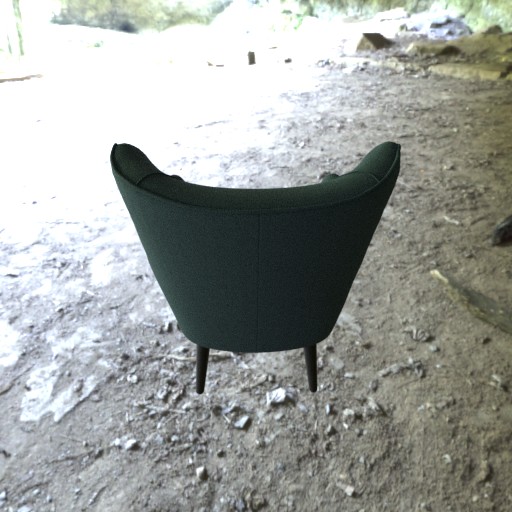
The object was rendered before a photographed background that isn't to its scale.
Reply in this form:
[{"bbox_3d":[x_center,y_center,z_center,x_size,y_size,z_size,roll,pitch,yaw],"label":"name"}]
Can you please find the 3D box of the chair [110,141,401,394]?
[{"bbox_3d":[0.000,0.000,1.582,0.781,0.933,0.888,-1,32,-1],"label":"chair"}]
